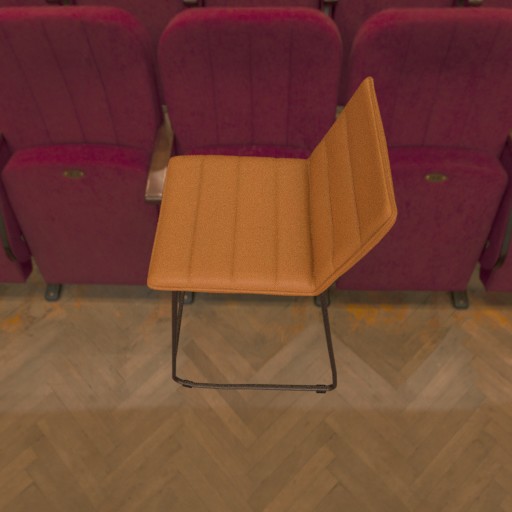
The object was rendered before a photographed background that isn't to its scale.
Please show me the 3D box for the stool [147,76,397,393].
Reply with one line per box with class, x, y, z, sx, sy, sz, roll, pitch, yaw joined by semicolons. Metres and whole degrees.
stool;0.000;0.000;1.201;0.524;0.866;0.489;1;57;1
